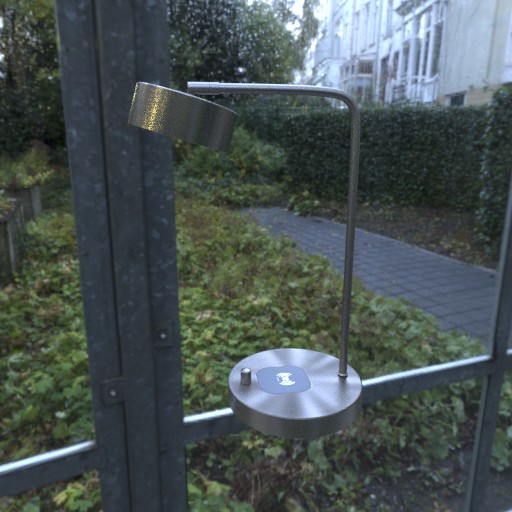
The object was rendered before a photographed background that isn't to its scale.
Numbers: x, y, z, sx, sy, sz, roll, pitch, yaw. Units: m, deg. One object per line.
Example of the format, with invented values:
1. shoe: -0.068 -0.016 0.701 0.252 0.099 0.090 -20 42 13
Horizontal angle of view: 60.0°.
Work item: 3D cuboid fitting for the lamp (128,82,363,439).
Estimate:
1. lamp: 0.000 0.000 0.641 0.334 0.469 0.211 -2 15 -8
